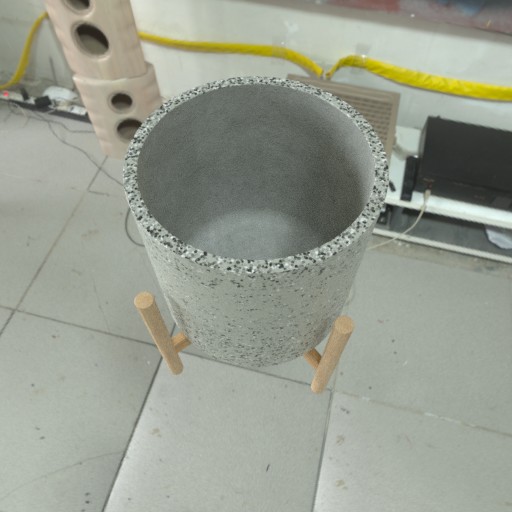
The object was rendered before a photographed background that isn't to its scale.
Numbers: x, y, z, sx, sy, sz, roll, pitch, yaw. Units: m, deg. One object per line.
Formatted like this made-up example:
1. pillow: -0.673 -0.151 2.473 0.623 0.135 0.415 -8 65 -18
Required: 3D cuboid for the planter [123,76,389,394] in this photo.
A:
1. planter: 0.000 0.000 0.687 0.360 0.419 0.360 -13 59 -8
